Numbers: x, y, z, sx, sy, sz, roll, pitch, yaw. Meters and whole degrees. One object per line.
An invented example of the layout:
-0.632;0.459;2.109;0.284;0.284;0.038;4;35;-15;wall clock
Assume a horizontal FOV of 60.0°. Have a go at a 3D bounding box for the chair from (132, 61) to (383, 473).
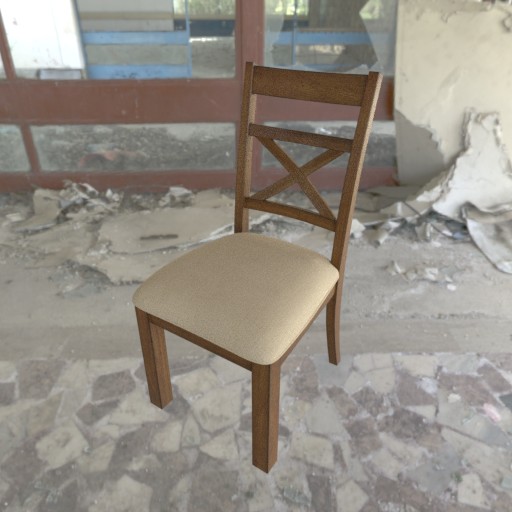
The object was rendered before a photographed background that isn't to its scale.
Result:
0.000;0.000;1.257;0.461;0.949;0.581;18;34;29;chair
